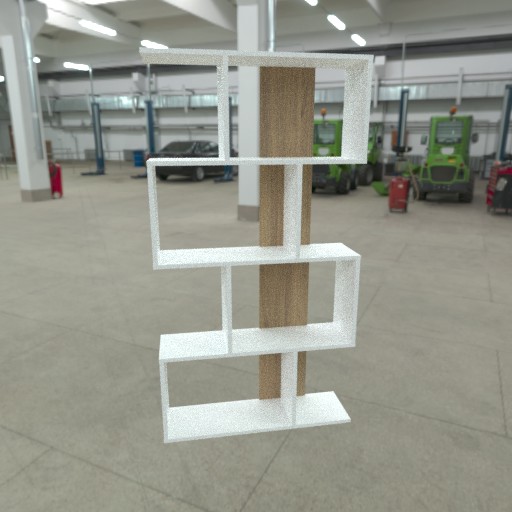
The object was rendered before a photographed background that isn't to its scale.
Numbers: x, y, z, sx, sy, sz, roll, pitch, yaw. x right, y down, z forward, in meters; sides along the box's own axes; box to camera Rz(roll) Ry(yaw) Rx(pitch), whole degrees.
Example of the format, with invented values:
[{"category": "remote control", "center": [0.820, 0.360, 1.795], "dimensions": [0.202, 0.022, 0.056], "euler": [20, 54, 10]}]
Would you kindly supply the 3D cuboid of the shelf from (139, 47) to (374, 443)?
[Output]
[{"category": "shelf", "center": [0.000, 0.000, 1.989], "dimensions": [0.890, 1.650, 0.250], "euler": [-3, 15, -10]}]
